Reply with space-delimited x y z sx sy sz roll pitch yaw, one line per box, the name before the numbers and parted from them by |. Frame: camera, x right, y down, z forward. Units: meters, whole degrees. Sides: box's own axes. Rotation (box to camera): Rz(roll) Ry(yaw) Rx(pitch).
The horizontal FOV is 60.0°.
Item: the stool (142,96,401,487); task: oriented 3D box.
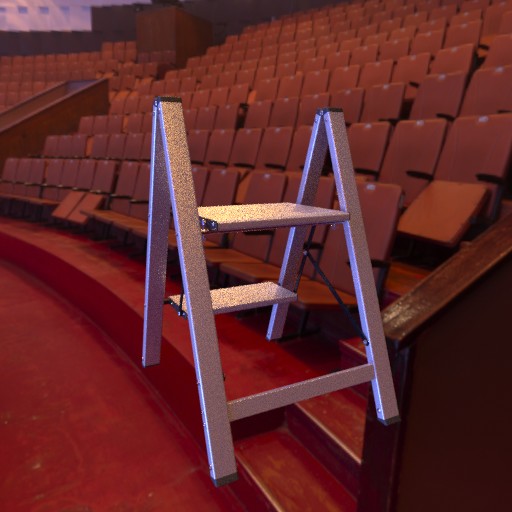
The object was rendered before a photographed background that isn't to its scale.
stool | 0.000 0.000 1.021 0.440 0.670 0.535 -6 14 -27
